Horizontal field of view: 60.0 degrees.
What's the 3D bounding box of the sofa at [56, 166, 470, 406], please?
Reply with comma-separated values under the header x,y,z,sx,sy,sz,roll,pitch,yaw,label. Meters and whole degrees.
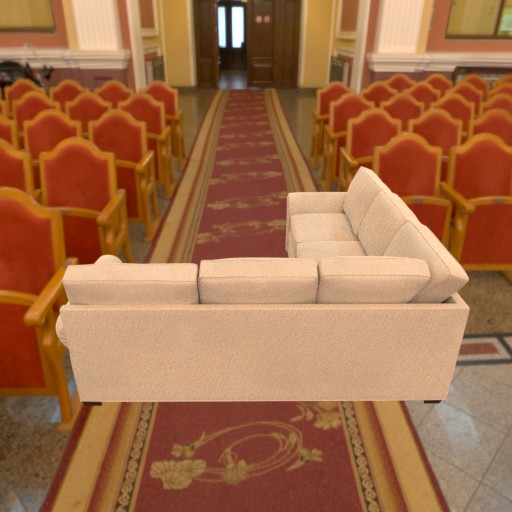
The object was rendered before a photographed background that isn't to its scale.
x,y,z,sx,sy,sz,roll,pitch,yaw,label
0.000,0.000,3.874,2.569,1.054,2.487,0,27,-1,sofa
